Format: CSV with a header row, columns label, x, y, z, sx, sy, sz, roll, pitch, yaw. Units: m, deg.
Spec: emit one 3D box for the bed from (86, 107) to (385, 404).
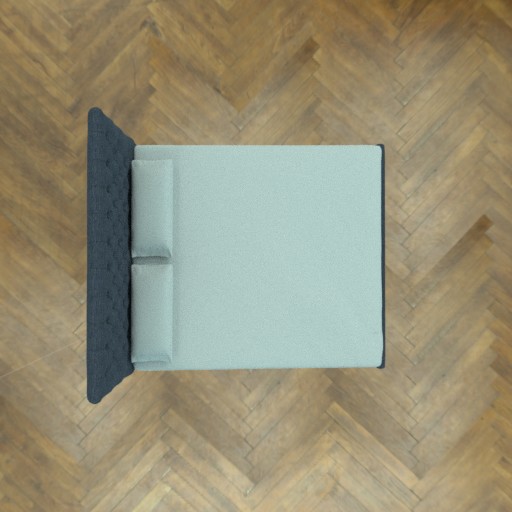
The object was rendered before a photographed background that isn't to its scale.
label,x,y,z,sx,sy,sz,roll,pitch,yaw
bed,0.000,0.000,3.775,2.387,1.427,2.078,0,90,0
